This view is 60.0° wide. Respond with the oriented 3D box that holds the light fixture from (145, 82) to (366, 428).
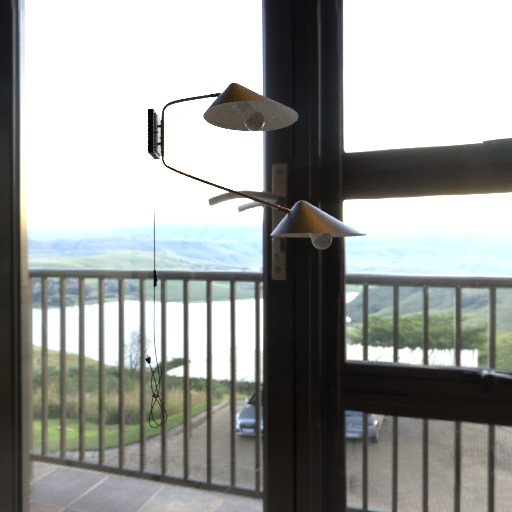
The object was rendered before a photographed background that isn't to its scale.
[{"bbox_3d":[0.000,0.000,0.854,0.422,0.665,0.189,0,0,0],"label":"light fixture"}]
